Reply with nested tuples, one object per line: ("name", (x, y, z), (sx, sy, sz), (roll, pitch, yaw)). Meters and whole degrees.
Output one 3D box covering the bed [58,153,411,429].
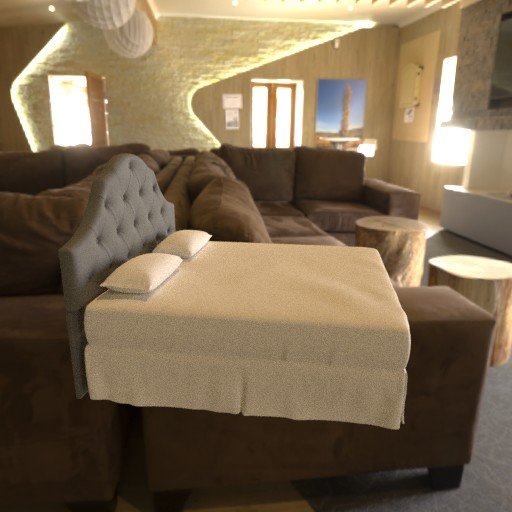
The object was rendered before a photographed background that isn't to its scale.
("bed", (0.000, 0.000, 3.614), (2.214, 1.615, 2.008), (2, 16, 9))
